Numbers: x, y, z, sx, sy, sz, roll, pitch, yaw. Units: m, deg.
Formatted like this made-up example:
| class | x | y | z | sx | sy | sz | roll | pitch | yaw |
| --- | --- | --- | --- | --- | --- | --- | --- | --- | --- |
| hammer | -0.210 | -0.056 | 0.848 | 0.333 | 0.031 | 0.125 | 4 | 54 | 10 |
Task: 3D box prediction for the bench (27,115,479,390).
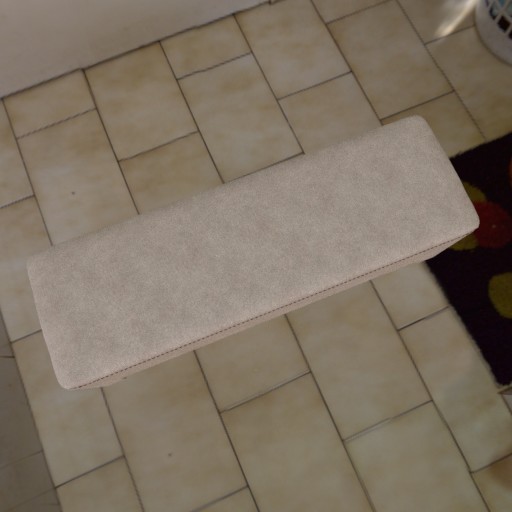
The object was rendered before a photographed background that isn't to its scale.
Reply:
| class | x | y | z | sx | sy | sz | roll | pitch | yaw |
| --- | --- | --- | --- | --- | --- | --- | --- | --- | --- |
| bench | 0.000 | 0.000 | 1.669 | 1.482 | 0.447 | 0.470 | -21 | 77 | -5 |
